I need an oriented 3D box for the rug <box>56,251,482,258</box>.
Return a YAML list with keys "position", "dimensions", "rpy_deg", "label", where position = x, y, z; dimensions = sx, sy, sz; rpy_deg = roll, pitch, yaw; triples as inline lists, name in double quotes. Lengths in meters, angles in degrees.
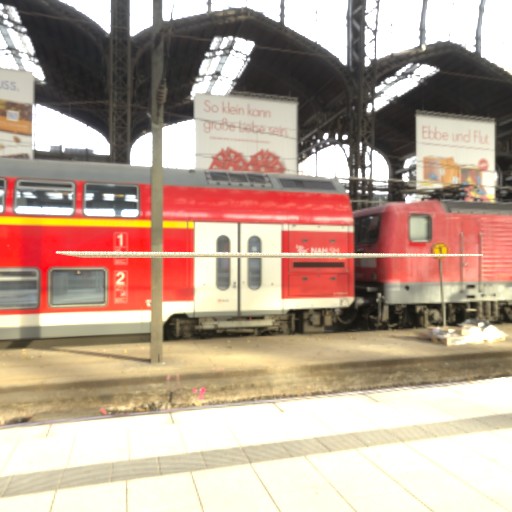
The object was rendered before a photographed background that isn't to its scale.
- position: [0.000, 0.000, 2.340]
  dimensions: [1.815, 0.007, 1.226]
  rpy_deg: [0, -1, -18]
  label: "rug"
